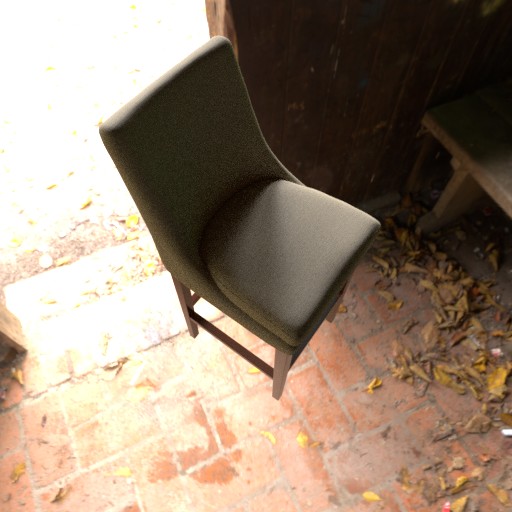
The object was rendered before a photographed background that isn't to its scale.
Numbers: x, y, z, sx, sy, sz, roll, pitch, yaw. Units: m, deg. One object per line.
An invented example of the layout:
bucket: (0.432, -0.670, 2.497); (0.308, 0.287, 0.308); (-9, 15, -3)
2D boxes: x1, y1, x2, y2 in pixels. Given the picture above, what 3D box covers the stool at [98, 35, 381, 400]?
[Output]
stool: (0.000, 0.000, 1.385); (0.577, 1.078, 0.470); (32, 64, 18)
